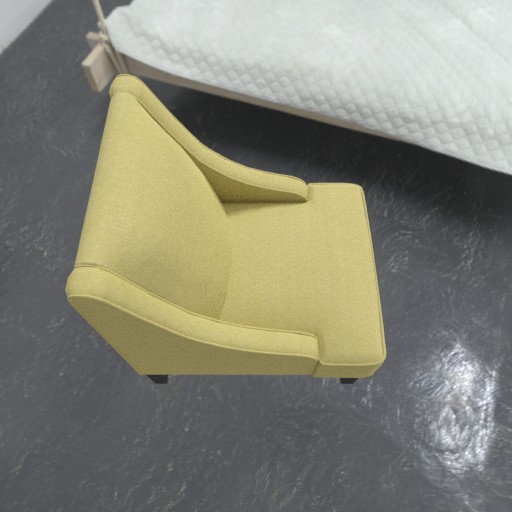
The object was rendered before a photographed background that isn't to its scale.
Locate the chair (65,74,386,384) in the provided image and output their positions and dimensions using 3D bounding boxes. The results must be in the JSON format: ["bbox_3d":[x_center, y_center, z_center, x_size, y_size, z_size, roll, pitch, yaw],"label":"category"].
[{"bbox_3d":[0.000,0.000,1.464,0.814,0.896,0.696,0,62,0],"label":"chair"}]
